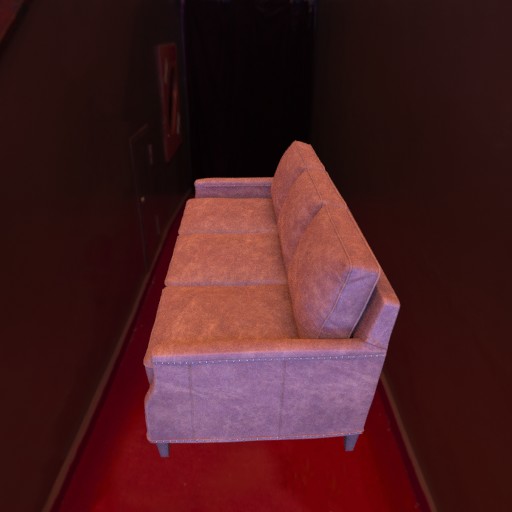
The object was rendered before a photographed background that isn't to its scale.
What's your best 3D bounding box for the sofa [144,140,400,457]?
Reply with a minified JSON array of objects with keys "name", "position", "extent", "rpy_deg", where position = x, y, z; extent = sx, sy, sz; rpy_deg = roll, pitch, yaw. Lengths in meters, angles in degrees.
[{"name":"sofa","position":[0.000,0.000,2.835],"extent":[1.084,1.003,2.246],"rpy_deg":[-1,28,-2]}]
